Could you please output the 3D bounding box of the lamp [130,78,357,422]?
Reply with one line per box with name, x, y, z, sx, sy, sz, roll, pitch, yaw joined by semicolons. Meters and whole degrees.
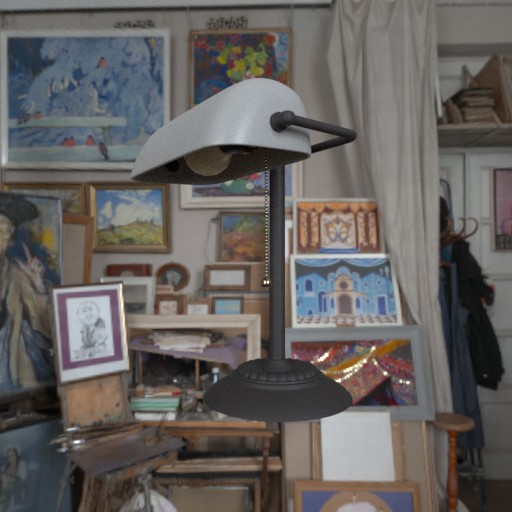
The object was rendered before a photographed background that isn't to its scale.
lamp;0.000;0.000;0.521;0.243;0.339;0.264;1;-1;-36
